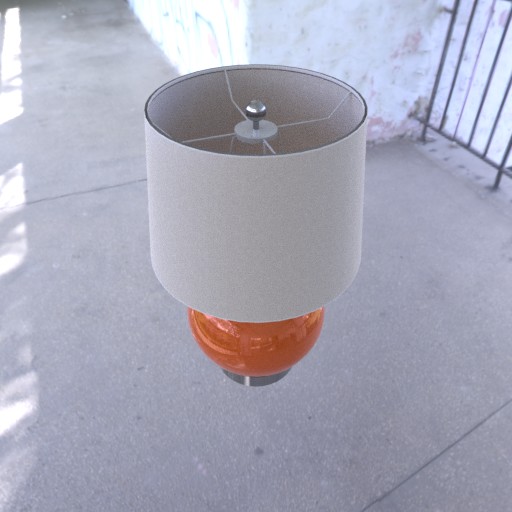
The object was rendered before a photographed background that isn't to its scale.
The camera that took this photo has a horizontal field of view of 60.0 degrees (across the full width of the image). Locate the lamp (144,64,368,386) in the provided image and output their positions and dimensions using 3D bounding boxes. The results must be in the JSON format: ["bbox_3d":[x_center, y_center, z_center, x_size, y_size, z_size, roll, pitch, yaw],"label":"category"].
[{"bbox_3d":[0.000,0.000,0.542,0.247,0.387,0.247,0,42,0],"label":"lamp"}]
